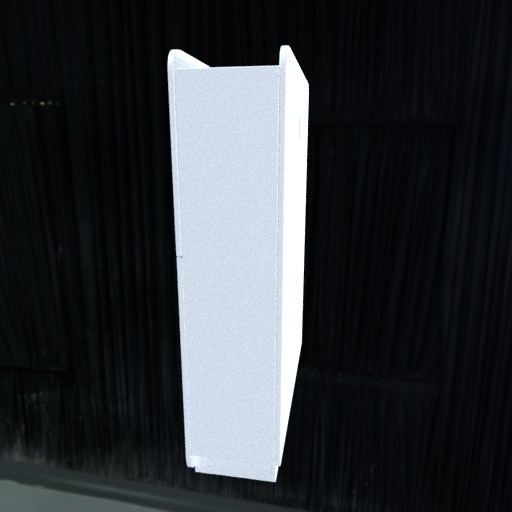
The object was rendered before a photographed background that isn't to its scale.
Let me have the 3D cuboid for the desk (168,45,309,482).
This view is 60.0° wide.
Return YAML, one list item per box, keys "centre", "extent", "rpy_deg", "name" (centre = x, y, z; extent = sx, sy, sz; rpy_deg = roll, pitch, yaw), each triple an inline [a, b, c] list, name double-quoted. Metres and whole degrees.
- centre: [0.000, 0.000, 1.521]
  extent: [0.278, 1.190, 0.795]
  rpy_deg: [3, 15, 10]
  name: "desk"
